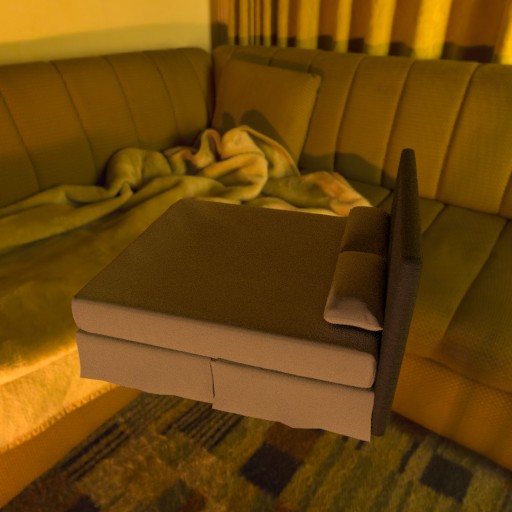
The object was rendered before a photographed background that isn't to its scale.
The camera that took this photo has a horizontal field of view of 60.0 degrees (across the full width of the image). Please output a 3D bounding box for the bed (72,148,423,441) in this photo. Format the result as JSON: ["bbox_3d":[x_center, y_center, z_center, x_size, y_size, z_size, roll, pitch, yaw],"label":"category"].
[{"bbox_3d":[0.000,0.000,3.351,2.142,1.330,1.884,8,31,14],"label":"bed"}]
